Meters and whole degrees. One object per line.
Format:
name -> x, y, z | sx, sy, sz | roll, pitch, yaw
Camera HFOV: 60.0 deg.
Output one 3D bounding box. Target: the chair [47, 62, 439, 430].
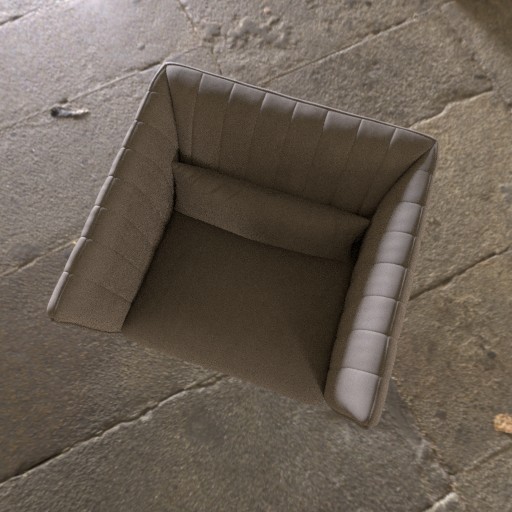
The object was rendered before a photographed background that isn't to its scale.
chair -> 0.000, 0.000, 1.604 | 0.981, 0.779, 0.873 | 18, 76, 5
